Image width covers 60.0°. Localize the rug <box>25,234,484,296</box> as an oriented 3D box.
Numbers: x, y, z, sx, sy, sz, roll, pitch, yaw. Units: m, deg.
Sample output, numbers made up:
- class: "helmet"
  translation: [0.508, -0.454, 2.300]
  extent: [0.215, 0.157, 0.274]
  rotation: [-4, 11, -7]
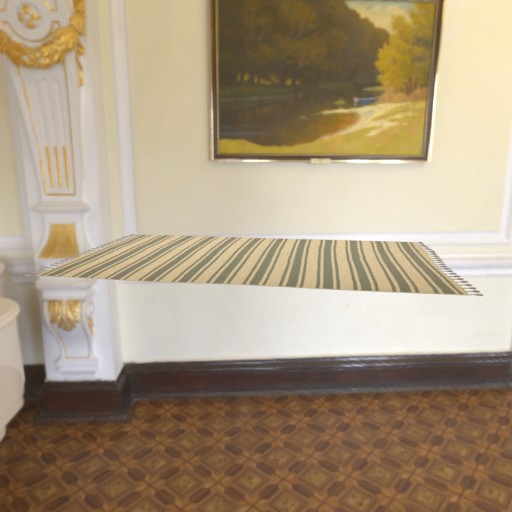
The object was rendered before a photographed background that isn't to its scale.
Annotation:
- class: "rug"
  translation: [0.000, 0.000, 2.542]
  extent: [2.084, 0.009, 1.222]
  rotation: [2, 12, 9]
